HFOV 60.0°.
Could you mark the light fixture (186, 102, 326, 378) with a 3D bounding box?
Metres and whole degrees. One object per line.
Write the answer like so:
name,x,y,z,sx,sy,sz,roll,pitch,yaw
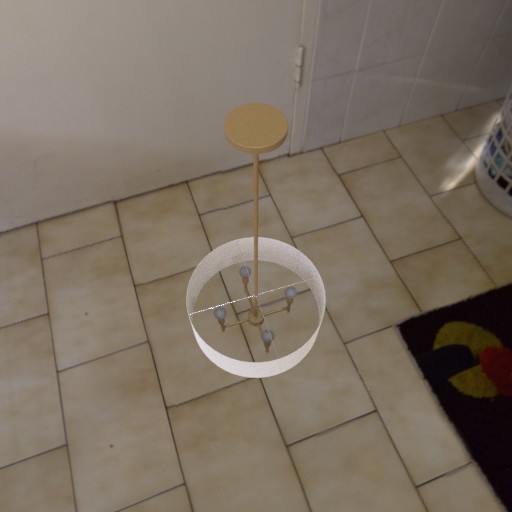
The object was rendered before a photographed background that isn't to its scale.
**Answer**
light fixture,0.000,0.000,1.387,0.508,1.067,0.508,0,59,0
